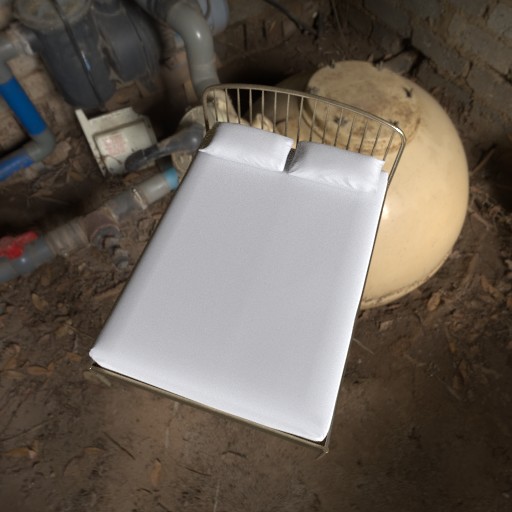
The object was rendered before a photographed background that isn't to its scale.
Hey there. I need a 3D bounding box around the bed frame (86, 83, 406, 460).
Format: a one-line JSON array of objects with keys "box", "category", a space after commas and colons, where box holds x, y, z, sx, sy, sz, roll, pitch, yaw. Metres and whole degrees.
[{"box": [0.000, 0.000, 3.150, 1.612, 1.175, 2.152, 16, 61, 9], "category": "bed frame"}]
